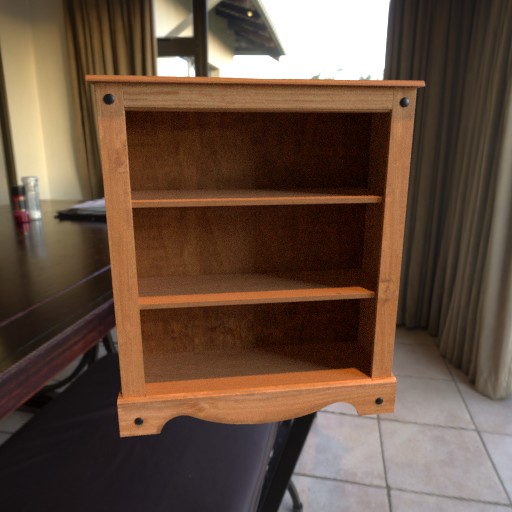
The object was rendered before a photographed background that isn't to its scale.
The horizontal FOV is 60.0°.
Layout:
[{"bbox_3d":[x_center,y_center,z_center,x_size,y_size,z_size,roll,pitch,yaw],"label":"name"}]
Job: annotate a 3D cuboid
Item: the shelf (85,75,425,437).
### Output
[{"bbox_3d":[0.000,0.000,1.348,0.840,0.980,0.291,-2,15,-8],"label":"shelf"}]
